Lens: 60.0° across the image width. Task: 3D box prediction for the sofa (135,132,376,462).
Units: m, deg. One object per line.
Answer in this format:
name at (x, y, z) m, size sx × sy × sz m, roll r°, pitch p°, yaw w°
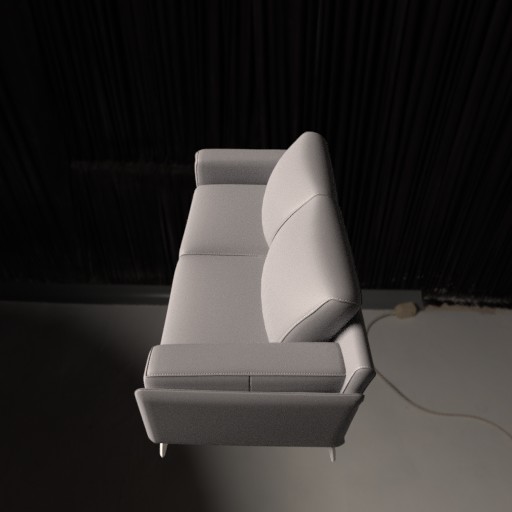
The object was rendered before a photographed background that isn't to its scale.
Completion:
sofa at (0.000, 0.000, 2.653) m, size 0.969 × 0.900 × 2.100 m, roll 1°, pitch 41°, yaw 1°
